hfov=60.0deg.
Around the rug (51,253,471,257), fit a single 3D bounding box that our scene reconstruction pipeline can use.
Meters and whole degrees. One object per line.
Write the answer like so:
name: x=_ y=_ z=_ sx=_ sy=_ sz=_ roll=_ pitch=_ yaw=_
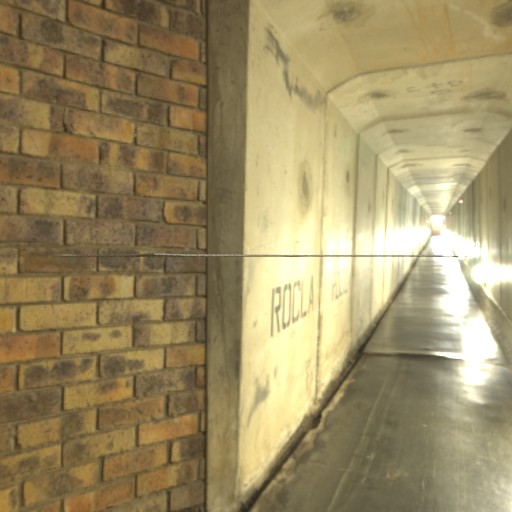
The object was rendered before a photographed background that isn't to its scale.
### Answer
rug: x=0.000 y=0.000 z=4.122 sx=3.069 sy=0.026 sz=2.451 roll=0 pitch=0 yaw=-36
